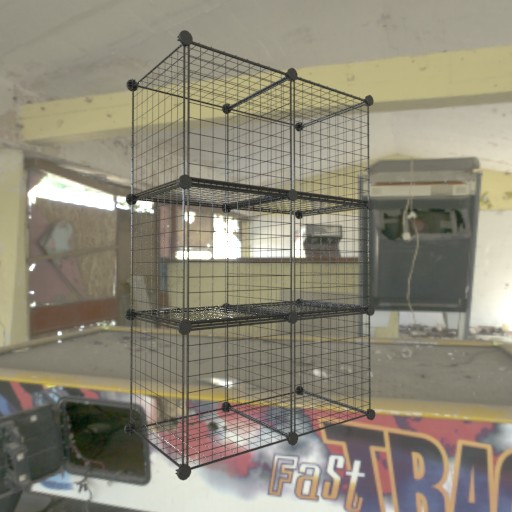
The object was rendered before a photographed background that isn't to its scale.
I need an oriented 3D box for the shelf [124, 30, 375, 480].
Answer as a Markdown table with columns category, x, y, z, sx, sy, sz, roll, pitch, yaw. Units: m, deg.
| category | x | y | z | sx | sy | sz | roll | pitch | yaw |
| --- | --- | --- | --- | --- | --- | --- | --- | --- | --- |
| shelf | 0.000 | 0.000 | 1.396 | 0.711 | 1.067 | 0.356 | 1 | -2 | -36 |
